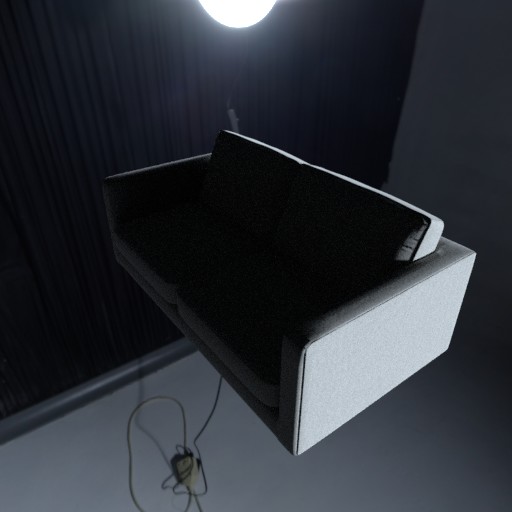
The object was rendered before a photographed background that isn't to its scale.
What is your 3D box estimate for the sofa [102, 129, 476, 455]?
[{"bbox_3d":[0.000,0.000,2.306,1.000,0.900,1.731,-21,37,-31],"label":"sofa"}]
